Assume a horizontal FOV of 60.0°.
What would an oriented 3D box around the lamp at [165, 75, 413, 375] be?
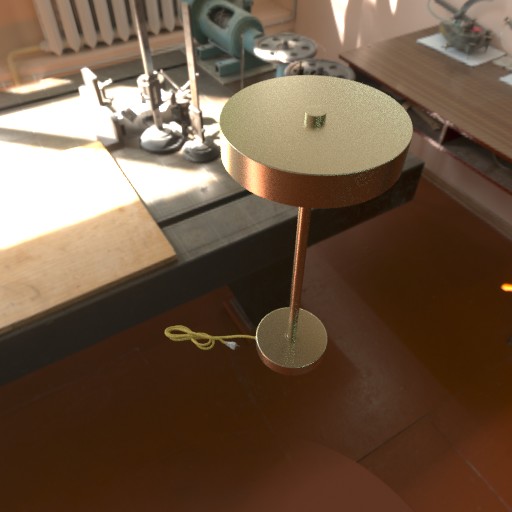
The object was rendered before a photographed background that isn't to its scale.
[{"bbox_3d":[0.000,0.000,0.711,0.369,0.508,0.229,2,47,2],"label":"lamp"}]
